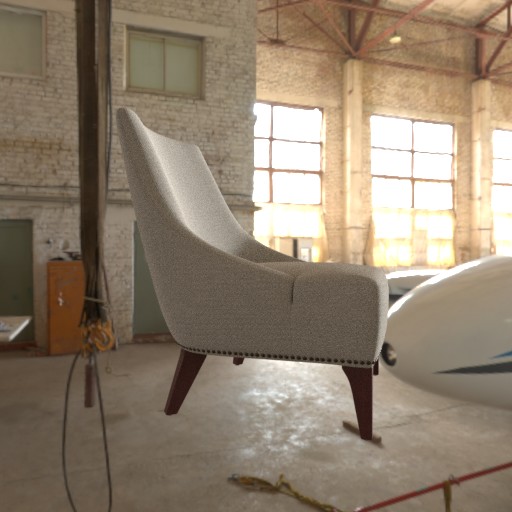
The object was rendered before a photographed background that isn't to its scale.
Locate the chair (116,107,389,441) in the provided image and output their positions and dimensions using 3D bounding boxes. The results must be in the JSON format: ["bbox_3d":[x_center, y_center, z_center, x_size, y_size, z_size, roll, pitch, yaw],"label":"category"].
[{"bbox_3d":[0.000,0.000,1.501,0.861,0.909,0.701,0,1,17],"label":"chair"}]
